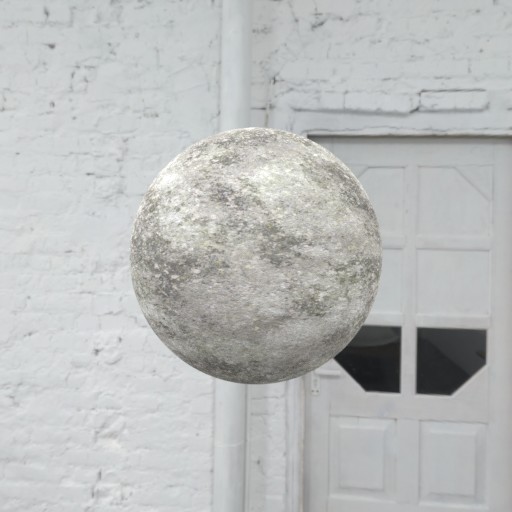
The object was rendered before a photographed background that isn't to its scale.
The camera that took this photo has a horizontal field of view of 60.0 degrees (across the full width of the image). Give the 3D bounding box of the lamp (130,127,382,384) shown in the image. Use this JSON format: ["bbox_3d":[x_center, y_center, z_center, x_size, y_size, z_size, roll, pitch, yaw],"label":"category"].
[{"bbox_3d":[0.000,0.000,0.768,0.422,0.429,0.422,0,2,0],"label":"lamp"}]
